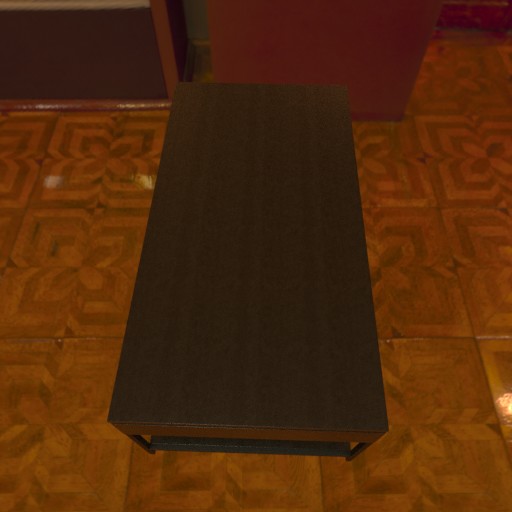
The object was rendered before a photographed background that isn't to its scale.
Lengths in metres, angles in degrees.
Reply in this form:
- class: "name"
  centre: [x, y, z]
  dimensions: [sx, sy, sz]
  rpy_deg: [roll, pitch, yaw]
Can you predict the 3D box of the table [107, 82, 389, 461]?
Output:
- class: "table"
  centre: [0.000, 0.000, 1.376]
  dimensions: [0.574, 0.435, 1.095]
  rpy_deg: [2, 58, 1]
